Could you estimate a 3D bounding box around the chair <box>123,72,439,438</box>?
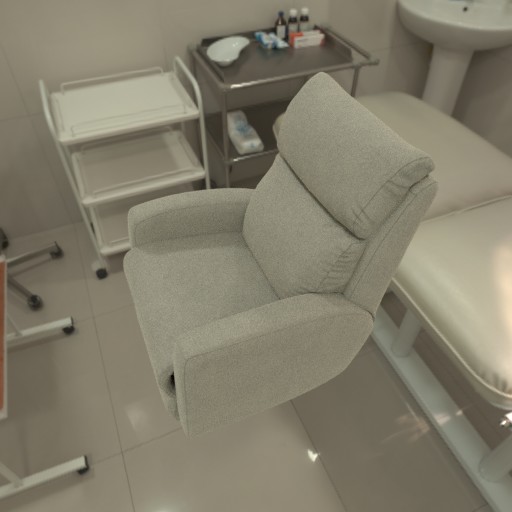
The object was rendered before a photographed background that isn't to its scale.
[{"bbox_3d":[0.000,0.000,1.637,0.940,1.021,0.794,-17,49,-16],"label":"chair"}]
